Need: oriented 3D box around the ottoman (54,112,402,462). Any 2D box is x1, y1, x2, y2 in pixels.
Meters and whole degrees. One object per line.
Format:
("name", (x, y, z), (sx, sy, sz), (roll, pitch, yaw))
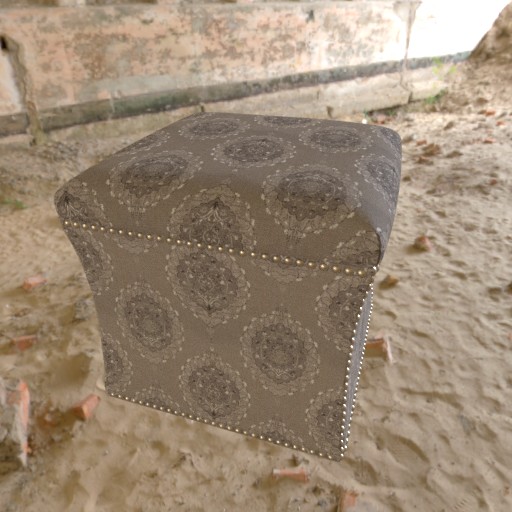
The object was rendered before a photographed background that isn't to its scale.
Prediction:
("ottoman", (0.000, 0.000, 0.885), (0.497, 0.473, 0.507), (10, 32, 16))
